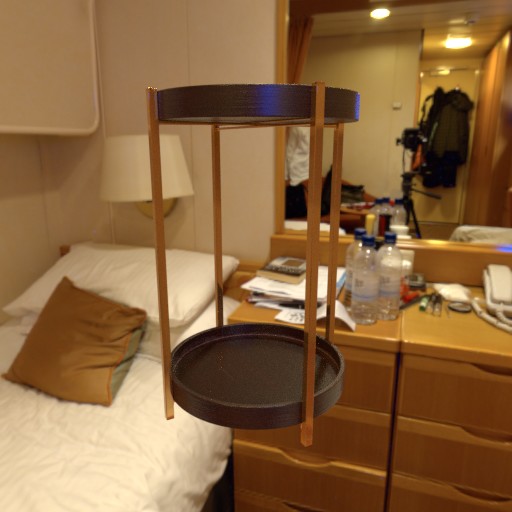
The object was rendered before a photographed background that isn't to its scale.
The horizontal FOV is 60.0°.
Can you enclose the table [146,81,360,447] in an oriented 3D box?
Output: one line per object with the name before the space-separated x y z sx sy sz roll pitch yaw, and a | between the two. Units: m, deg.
table | 0.000 0.000 0.884 0.400 0.610 0.400 -8 16 -27
